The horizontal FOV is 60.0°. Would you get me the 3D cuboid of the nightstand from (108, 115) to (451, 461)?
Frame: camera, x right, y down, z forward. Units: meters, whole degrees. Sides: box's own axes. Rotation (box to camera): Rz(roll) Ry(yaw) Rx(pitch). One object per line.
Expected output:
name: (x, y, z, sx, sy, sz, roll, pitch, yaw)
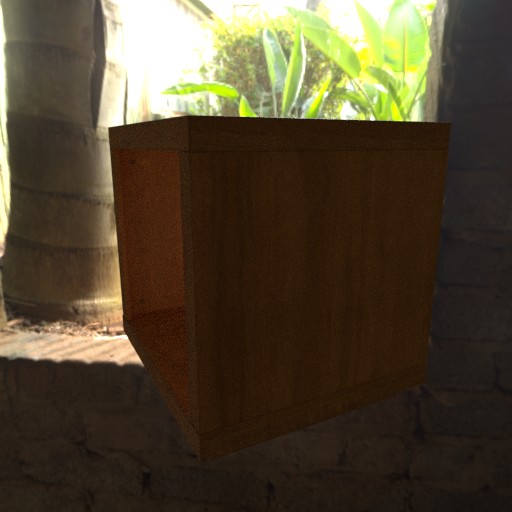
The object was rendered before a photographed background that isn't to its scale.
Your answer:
nightstand: (0.000, 0.000, 0.865, 0.436, 0.491, 0.493, -8, 16, -27)
